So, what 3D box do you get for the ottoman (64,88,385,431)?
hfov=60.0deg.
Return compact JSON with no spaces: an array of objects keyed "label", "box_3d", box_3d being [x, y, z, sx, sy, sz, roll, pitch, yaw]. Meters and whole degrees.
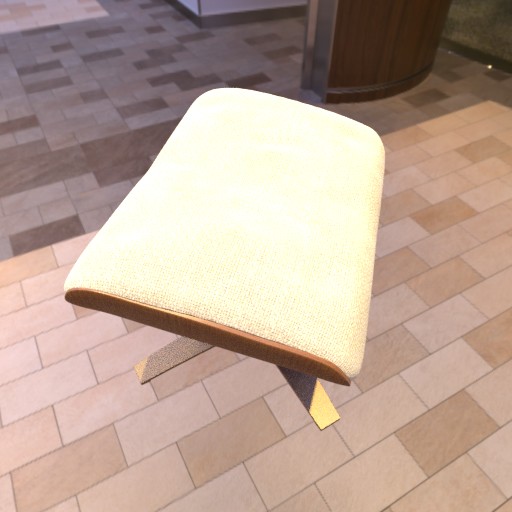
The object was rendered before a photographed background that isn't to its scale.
[{"label":"ottoman","box_3d":[0.000,0.000,0.785,0.394,0.391,0.520,11,48,10]}]
